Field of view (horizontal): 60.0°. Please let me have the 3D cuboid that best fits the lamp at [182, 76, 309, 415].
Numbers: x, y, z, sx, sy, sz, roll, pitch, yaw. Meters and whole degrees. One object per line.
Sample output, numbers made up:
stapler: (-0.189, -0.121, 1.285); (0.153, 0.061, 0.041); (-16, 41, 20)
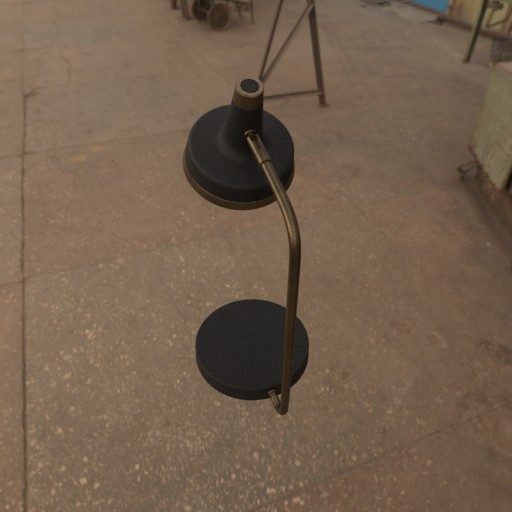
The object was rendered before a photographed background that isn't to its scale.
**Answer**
lamp: (0.000, 0.000, 0.500); (0.162, 0.385, 0.218); (-13, 42, -14)
